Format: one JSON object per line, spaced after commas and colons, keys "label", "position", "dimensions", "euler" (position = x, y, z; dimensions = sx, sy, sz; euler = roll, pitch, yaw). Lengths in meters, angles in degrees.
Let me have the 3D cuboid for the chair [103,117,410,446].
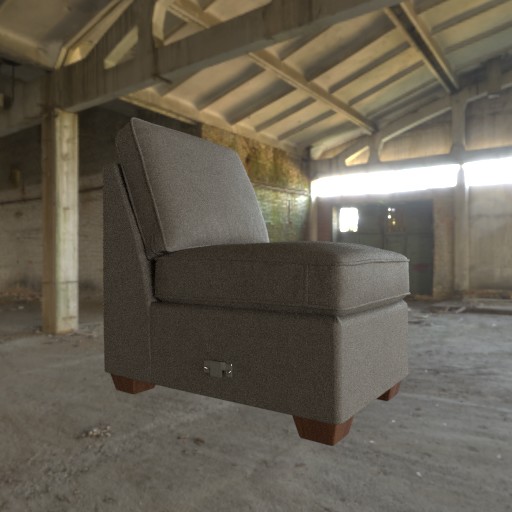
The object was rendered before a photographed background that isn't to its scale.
{"label": "chair", "position": [0.000, 0.000, 1.577], "dimensions": [0.938, 0.970, 0.621], "euler": [0, 0, 35]}
